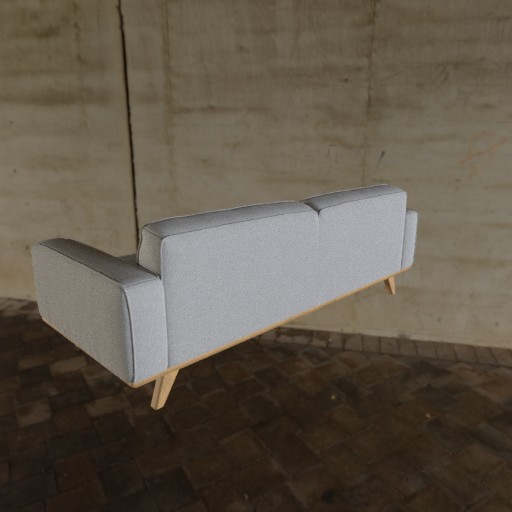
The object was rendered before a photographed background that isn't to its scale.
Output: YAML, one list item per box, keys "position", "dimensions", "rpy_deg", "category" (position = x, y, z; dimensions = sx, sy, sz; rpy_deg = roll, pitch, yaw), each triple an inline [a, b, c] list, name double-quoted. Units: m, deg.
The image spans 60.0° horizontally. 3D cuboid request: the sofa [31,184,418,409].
- position: [0.000, 0.000, 2.686]
  dimensions: [2.270, 0.781, 0.956]
  rpy_deg: [-15, 22, -42]
  category: "sofa"
